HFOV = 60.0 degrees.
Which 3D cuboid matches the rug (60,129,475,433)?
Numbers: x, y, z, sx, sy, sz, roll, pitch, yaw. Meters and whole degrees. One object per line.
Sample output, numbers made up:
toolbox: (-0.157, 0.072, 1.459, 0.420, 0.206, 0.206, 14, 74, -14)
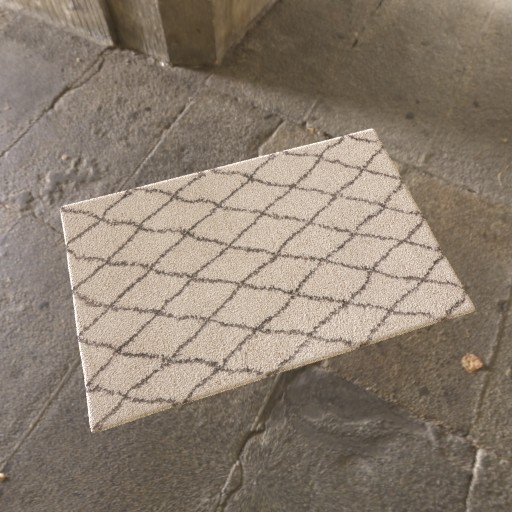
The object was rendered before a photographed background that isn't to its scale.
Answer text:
rug: (0.000, 0.000, 3.368, 2.743, 0.030, 1.778, -16, 65, -8)
